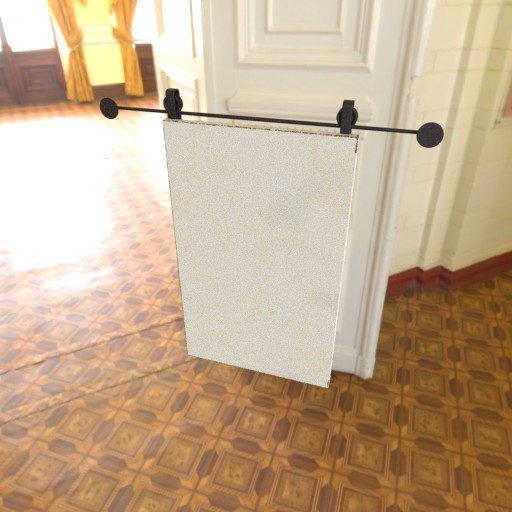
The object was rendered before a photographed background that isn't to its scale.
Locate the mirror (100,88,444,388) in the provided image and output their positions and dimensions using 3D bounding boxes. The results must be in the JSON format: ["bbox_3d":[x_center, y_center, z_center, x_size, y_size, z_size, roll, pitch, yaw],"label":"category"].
[{"bbox_3d":[0.000,0.000,1.206,0.808,0.844,0.037,9,33,15],"label":"mirror"}]
